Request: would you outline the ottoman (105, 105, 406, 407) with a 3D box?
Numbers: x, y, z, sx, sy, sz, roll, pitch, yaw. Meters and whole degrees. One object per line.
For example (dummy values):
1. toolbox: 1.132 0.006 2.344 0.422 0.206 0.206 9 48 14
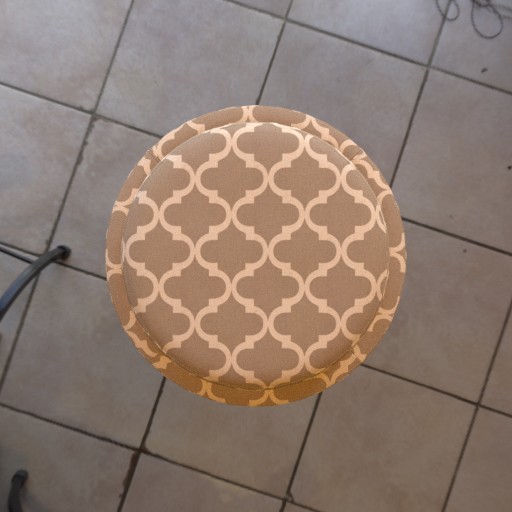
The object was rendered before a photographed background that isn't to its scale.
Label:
1. ottoman: 0.000 0.000 0.834 0.480 0.429 0.480 0 90 0
